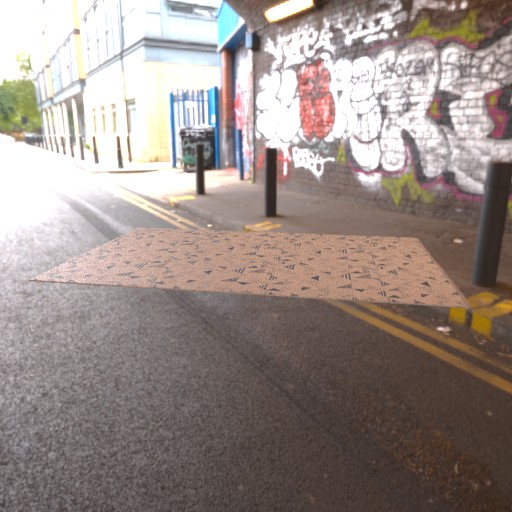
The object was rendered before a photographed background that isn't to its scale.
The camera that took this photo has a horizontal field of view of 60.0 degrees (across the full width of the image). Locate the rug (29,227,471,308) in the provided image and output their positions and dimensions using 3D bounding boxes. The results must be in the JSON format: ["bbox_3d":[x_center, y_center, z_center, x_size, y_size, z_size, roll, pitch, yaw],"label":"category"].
[{"bbox_3d":[0.000,0.000,3.118,2.457,0.009,1.512,3,16,10],"label":"rug"}]
